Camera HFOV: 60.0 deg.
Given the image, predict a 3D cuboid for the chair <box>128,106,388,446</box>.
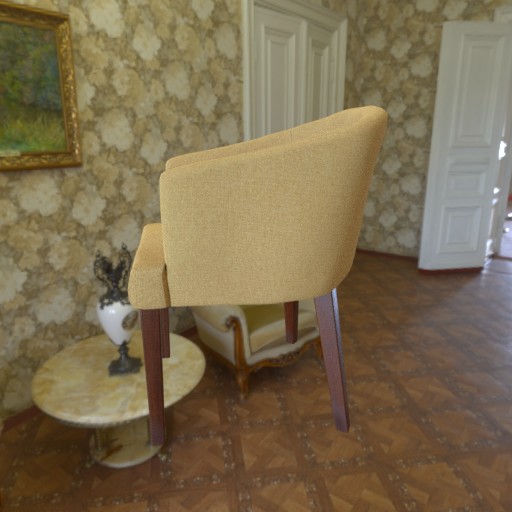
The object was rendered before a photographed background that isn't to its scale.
[{"bbox_3d":[0.000,0.000,1.258,0.655,0.811,0.583,-3,15,-9],"label":"chair"}]
